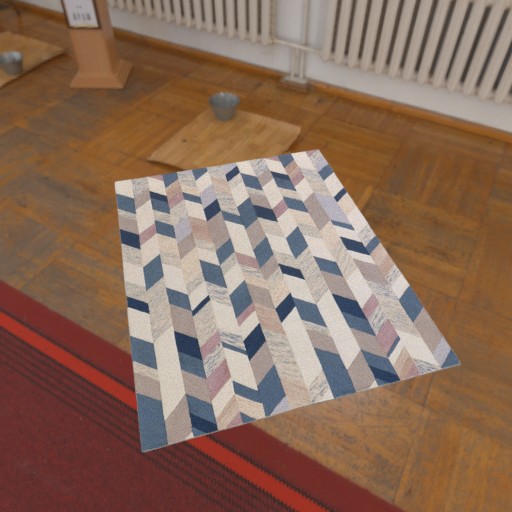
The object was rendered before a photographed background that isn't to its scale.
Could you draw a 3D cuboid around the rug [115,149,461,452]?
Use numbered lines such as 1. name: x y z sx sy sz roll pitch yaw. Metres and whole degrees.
1. rug: 0.000 0.000 4.191 2.451 0.011 3.072 -11 47 -11
